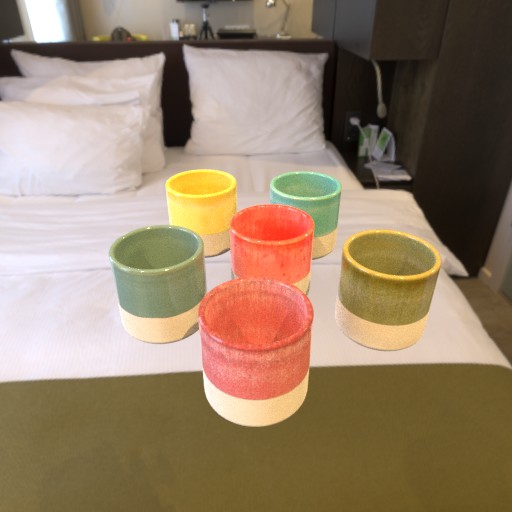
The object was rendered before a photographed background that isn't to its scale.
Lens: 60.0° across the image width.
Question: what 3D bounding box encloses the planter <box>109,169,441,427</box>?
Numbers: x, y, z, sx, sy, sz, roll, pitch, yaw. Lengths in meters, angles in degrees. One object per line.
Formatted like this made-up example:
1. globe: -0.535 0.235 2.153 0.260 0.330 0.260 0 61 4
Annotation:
1. planter: 0.000 0.000 0.413 0.257 0.075 0.286 -21 37 -30
